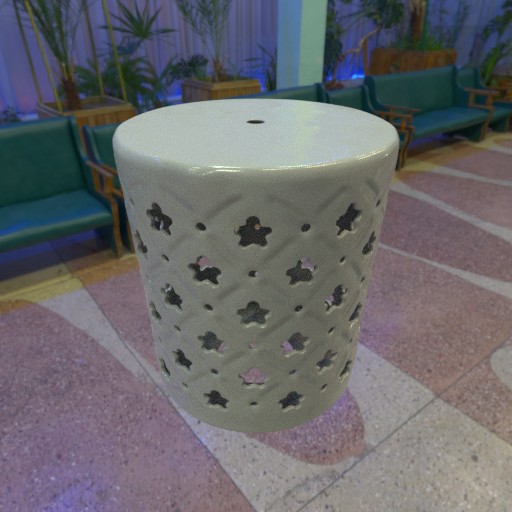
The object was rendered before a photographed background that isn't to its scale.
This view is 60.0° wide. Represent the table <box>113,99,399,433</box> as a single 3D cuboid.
[{"bbox_3d":[0.000,0.000,0.649,0.352,0.387,0.352,0,30,0],"label":"table"}]
